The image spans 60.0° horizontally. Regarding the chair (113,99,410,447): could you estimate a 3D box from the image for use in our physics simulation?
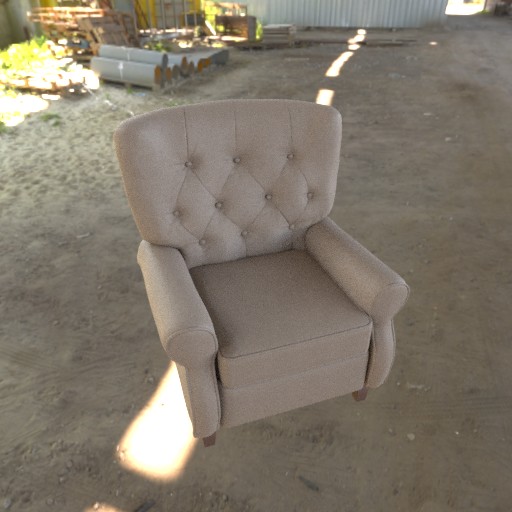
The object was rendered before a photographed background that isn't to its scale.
[{"bbox_3d":[0.000,0.000,1.902,0.999,1.138,1.041,-10,32,-16],"label":"chair"}]
